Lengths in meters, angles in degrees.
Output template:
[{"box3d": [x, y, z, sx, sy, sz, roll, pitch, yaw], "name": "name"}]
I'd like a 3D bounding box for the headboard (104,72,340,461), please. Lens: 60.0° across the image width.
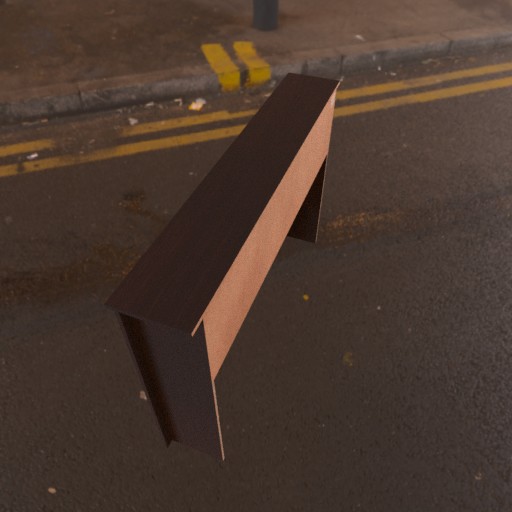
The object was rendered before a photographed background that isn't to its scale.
[{"box3d": [0.000, 0.000, 2.159, 0.279, 1.092, 1.671, 15, 48, 15], "name": "headboard"}]
